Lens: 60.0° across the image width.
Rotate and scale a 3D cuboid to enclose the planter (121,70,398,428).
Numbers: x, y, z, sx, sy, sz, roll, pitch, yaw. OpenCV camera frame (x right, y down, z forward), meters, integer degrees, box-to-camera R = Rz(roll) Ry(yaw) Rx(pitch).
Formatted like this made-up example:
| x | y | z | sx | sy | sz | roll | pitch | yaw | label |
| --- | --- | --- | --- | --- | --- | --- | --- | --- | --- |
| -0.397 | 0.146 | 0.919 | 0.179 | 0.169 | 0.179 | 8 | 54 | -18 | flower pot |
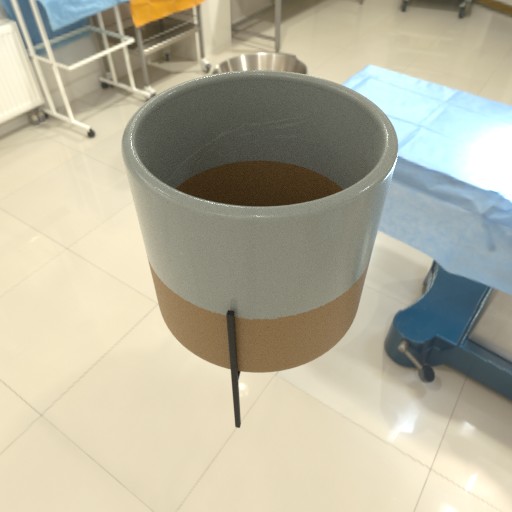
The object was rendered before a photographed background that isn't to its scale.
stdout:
| x | y | z | sx | sy | sz | roll | pitch | yaw | label |
| --- | --- | --- | --- | --- | --- | --- | --- | --- | --- |
| 0.000 | 0.000 | 0.733 | 0.360 | 0.480 | 0.348 | 32 | 54 | 27 | planter |
